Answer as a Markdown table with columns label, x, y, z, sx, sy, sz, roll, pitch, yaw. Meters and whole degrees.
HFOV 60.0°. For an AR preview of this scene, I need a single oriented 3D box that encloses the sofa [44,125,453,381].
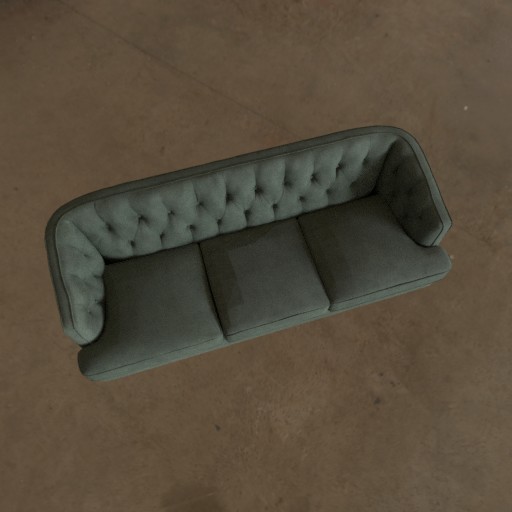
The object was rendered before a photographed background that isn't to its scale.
| label | x | y | z | sx | sy | sz | roll | pitch | yaw |
| --- | --- | --- | --- | --- | --- | --- | --- | --- | --- |
| sofa | 0.000 | 0.000 | 2.779 | 2.278 | 0.855 | 0.941 | -15 | 64 | -8 |
